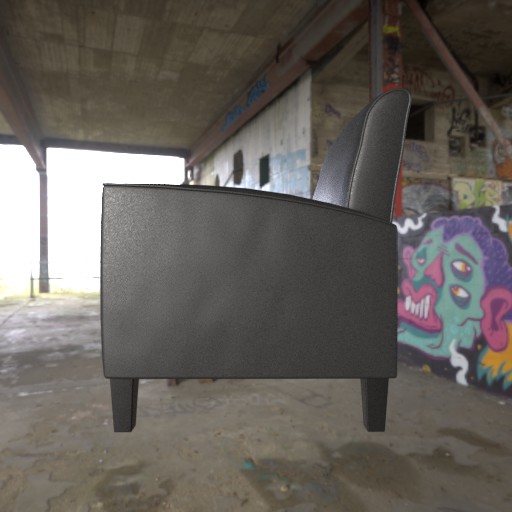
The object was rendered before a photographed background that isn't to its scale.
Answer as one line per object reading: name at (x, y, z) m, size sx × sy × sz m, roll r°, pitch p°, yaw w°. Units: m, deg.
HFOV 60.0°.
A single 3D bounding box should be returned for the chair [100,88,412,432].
chair at (0.000, 0.000, 1.528) m, size 0.819 × 0.916 × 0.820 m, roll 0°, pitch 0°, yaw 0°
